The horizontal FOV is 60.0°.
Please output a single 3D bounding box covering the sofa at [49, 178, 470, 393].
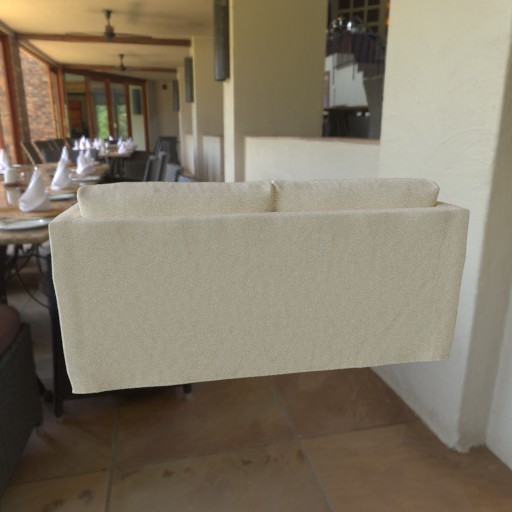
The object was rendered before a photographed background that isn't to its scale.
[{"bbox_3d":[0.000,0.000,2.276,1.746,0.834,0.962,-3,16,-10],"label":"sofa"}]
